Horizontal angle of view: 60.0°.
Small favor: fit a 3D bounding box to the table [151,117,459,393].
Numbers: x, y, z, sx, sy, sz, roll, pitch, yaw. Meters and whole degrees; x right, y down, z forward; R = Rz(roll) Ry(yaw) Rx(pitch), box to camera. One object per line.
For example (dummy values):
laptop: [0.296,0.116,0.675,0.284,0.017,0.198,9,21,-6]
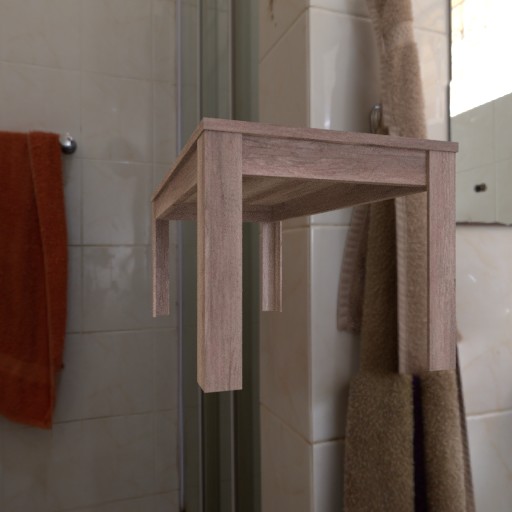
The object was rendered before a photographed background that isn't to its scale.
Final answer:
table: [0.000,0.000,2.260,0.900,0.790,1.800,0,0,-18]
